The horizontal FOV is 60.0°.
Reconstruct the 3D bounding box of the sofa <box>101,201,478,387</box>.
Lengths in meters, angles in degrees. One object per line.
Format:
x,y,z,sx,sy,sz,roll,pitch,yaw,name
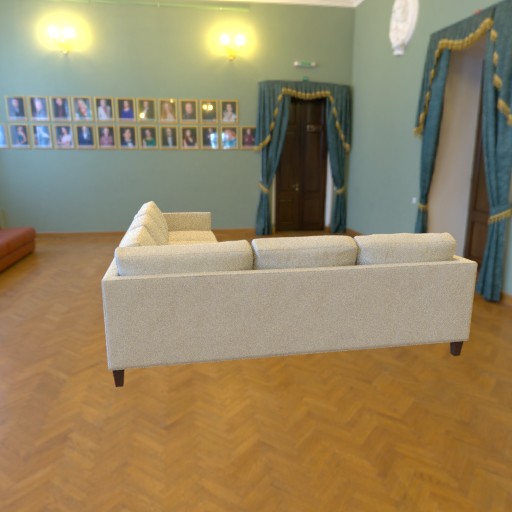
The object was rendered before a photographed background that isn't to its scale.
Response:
0.000,0.000,4.304,2.432,0.863,3.182,-2,13,-11,sofa
